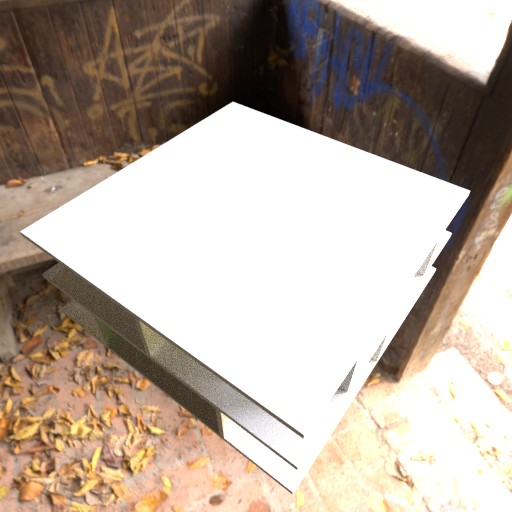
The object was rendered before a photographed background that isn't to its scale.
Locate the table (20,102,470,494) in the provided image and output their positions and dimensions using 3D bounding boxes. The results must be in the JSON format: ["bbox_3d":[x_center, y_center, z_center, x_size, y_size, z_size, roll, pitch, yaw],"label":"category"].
[{"bbox_3d":[0.000,0.000,1.071,0.700,0.289,0.700,29,53,25],"label":"table"}]
